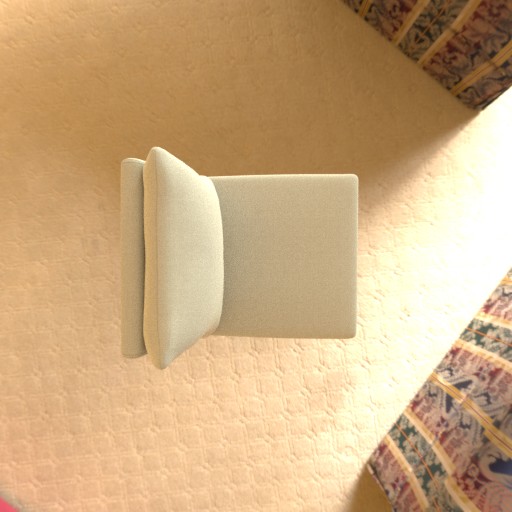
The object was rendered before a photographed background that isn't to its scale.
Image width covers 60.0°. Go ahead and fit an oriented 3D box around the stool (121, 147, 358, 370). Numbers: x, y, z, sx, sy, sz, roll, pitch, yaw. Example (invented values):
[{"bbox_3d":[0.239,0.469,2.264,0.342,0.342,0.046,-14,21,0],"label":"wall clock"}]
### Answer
[{"bbox_3d":[0.000,0.000,1.428,0.572,1.125,0.463,0,91,0],"label":"stool"}]
